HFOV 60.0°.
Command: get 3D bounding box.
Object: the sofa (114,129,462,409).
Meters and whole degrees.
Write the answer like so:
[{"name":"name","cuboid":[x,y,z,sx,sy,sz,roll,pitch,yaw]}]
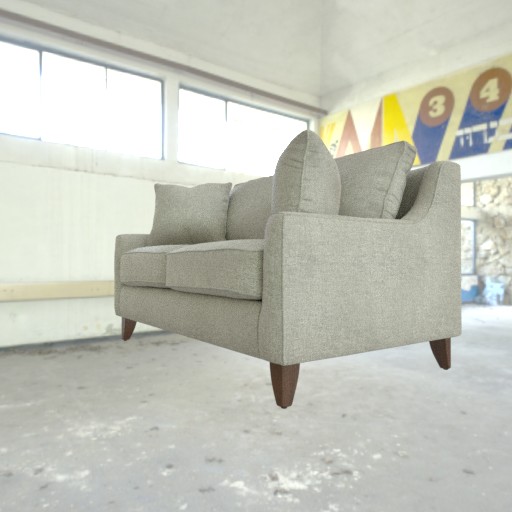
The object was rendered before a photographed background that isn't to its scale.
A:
[{"name":"sofa","cuboid":[0.000,0.000,1.975,0.915,0.863,1.422,1,-1,-36]}]
